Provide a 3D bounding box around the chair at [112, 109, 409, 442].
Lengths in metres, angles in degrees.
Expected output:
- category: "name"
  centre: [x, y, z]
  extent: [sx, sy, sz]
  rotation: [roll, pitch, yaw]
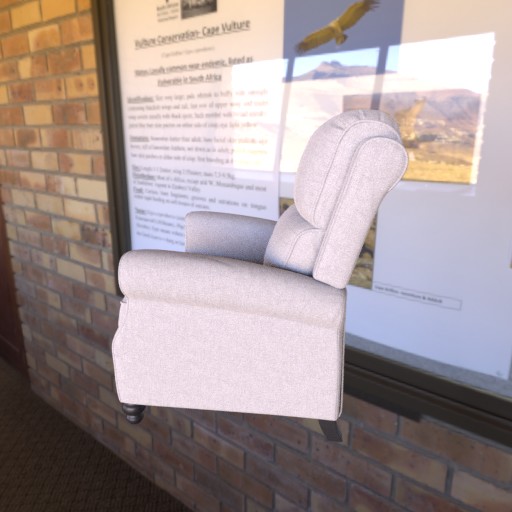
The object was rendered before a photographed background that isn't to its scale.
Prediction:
- category: "chair"
  centre: [0.000, 0.000, 1.700]
  extent: [0.919, 1.046, 0.859]
  rotation: [2, 16, 7]
